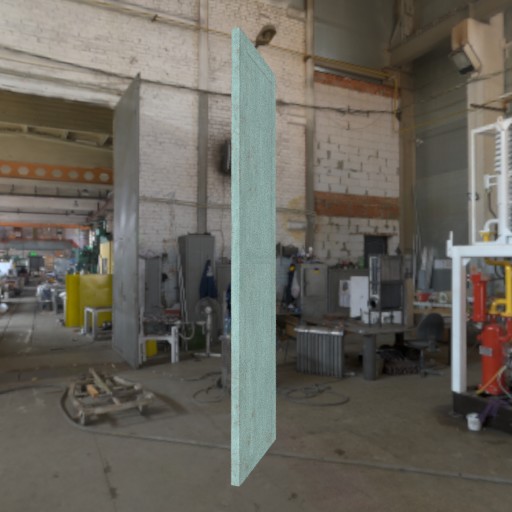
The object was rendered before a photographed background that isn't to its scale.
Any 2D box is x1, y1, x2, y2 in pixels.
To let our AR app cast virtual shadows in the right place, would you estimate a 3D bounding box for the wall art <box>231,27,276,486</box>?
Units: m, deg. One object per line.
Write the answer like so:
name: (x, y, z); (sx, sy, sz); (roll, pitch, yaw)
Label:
wall art: (0.000, 0.000, 1.333); (0.025, 1.219, 0.329); (0, -1, 19)
